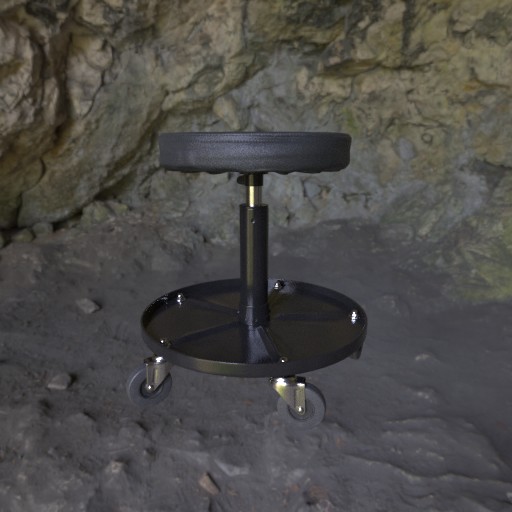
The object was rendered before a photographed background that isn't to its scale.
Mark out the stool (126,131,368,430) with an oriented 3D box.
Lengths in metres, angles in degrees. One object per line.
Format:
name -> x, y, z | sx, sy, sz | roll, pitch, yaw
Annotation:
stool -> 0.000, 0.000, 0.684 | 0.381, 0.365, 0.382 | -2, 15, -7
